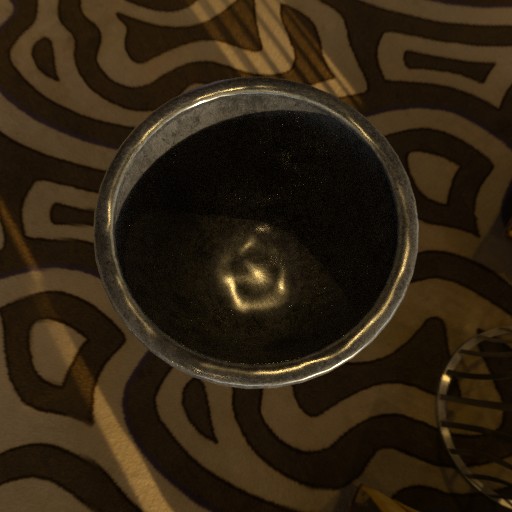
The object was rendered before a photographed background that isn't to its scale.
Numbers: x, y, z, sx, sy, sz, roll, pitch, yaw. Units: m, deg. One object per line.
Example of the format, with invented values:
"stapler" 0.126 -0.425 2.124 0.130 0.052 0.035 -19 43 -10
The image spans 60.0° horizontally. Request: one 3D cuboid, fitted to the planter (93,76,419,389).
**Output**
"planter" 0.000 0.000 0.355 0.197 0.191 0.197 0 76 0
